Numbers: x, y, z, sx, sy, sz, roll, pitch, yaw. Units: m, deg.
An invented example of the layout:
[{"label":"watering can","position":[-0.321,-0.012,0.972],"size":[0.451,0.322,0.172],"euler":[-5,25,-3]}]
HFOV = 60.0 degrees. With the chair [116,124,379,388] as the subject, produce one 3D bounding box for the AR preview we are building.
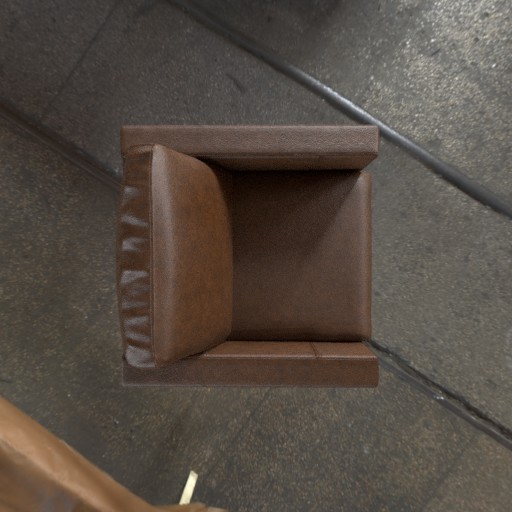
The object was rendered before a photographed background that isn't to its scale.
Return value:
[{"label":"chair","position":[0.000,0.000,1.697],"size":[0.909,0.956,0.890],"euler":[0,91,1]}]
